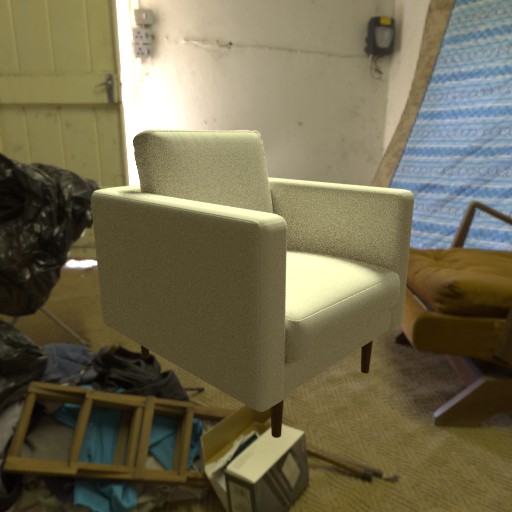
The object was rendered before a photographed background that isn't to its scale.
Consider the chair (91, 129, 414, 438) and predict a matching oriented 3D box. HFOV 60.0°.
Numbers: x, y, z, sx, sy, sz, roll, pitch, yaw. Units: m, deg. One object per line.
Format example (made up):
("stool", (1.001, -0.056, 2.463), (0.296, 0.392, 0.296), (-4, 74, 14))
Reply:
("chair", (0.000, 0.000, 1.631), (0.879, 0.899, 0.831), (14, 21, 42))
